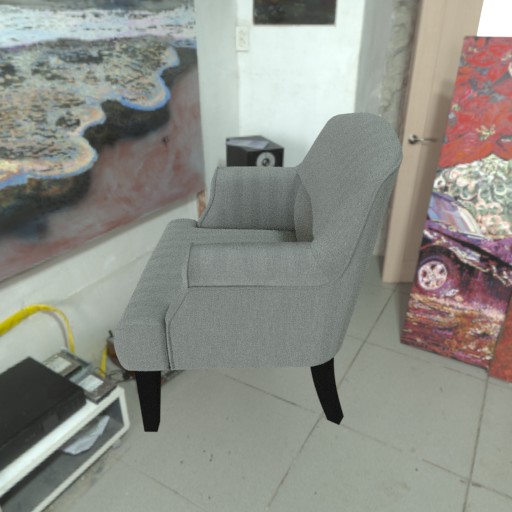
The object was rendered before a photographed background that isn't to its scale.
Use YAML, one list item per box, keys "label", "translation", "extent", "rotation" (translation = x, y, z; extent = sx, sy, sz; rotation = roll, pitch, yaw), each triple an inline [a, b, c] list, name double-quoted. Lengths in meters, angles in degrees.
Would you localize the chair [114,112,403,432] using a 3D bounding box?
- label: "chair"
  translation: [0.000, 0.000, 1.453]
  extent: [0.755, 0.880, 0.772]
  rotation: [0, 27, 1]
